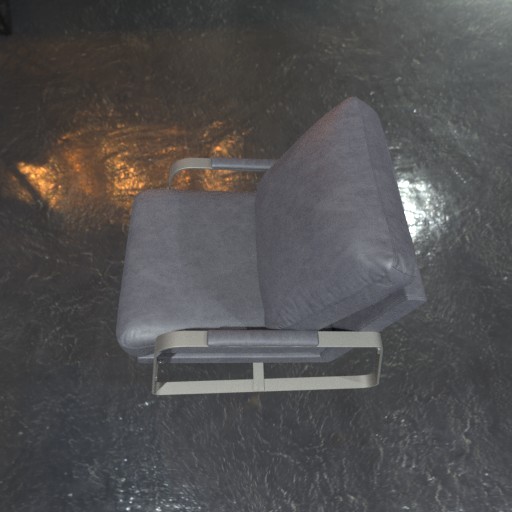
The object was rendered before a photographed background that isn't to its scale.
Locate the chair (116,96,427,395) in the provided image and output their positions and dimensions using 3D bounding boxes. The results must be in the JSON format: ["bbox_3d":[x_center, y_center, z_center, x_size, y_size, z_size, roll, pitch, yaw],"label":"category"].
[{"bbox_3d":[0.000,0.000,1.483,0.878,0.839,0.692,-2,59,-1],"label":"chair"}]
